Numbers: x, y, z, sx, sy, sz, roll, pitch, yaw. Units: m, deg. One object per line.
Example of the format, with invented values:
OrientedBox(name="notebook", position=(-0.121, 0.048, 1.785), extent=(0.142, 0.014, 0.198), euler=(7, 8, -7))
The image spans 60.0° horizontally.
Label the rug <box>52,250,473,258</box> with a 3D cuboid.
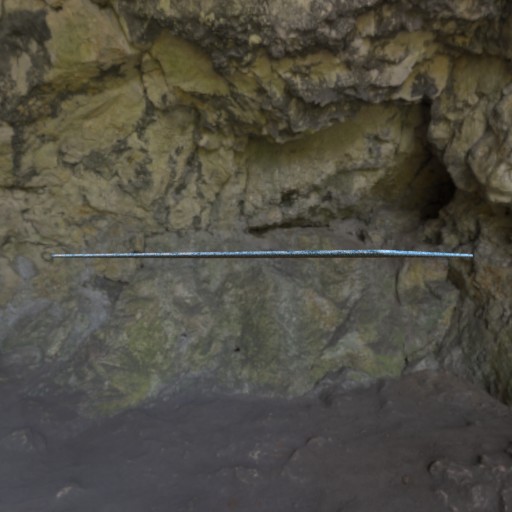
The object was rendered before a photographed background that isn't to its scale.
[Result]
OrientedBox(name="rug", position=(0.000, 0.000, 2.305), extent=(1.829, 0.016, 1.219), euler=(0, -1, 37))
